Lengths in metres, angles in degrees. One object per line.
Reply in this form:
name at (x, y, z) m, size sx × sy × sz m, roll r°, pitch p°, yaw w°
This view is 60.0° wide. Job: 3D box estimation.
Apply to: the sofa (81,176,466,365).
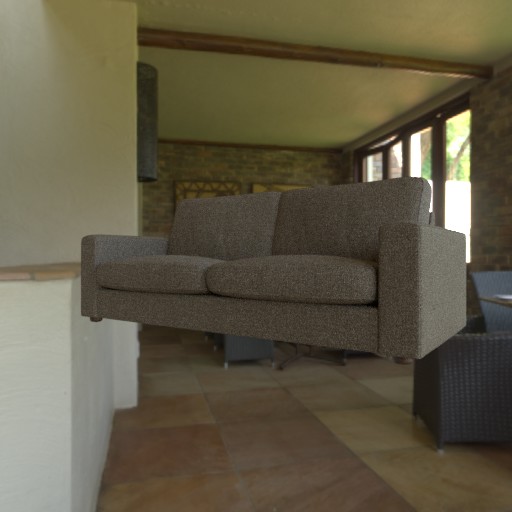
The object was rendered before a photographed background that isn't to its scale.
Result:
sofa at (0.000, 0.000, 2.688) m, size 2.179 × 0.873 × 1.016 m, roll 0°, pitch 0°, yaw 35°
